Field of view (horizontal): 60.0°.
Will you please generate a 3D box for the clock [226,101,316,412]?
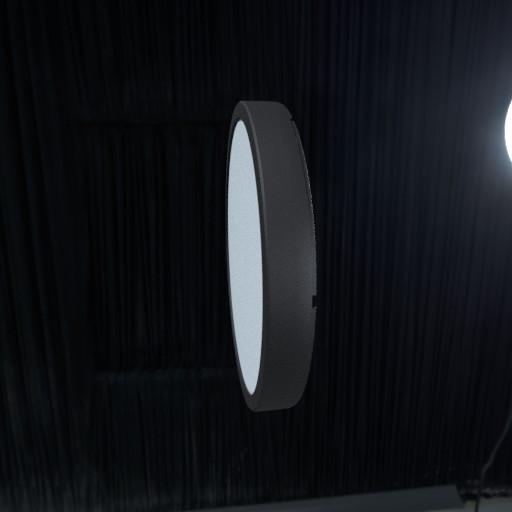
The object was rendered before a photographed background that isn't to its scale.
[{"bbox_3d":[0.000,0.000,0.444,0.040,0.293,0.293,-2,15,-9],"label":"clock"}]
